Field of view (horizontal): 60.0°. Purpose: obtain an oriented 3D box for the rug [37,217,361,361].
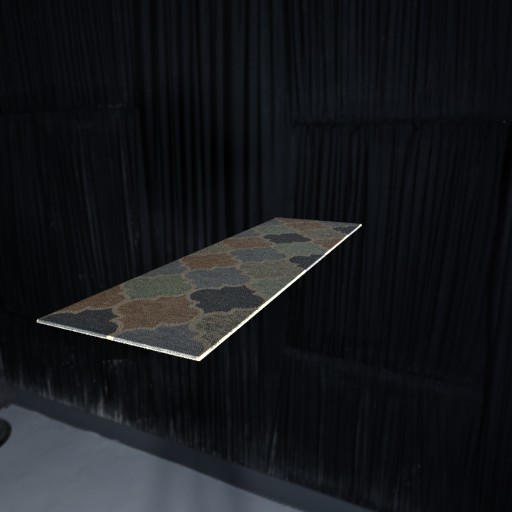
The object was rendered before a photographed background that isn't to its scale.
[{"bbox_3d":[0.000,0.000,2.459,0.687,0.011,2.287,7,17,24],"label":"rug"}]
